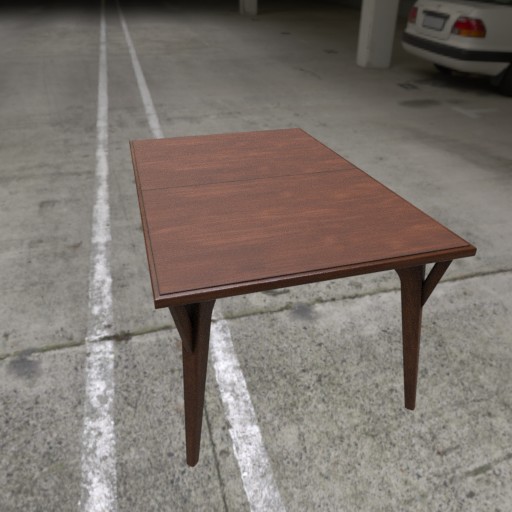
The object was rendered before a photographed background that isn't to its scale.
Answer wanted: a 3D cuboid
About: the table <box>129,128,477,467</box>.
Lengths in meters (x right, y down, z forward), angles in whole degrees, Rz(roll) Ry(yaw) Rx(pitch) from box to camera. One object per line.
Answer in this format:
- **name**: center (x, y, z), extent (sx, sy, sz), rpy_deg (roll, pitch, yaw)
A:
- **table**: center (0.000, 0.000, 2.078), extent (0.990, 0.761, 1.524), rpy_deg (-8, 31, -14)
